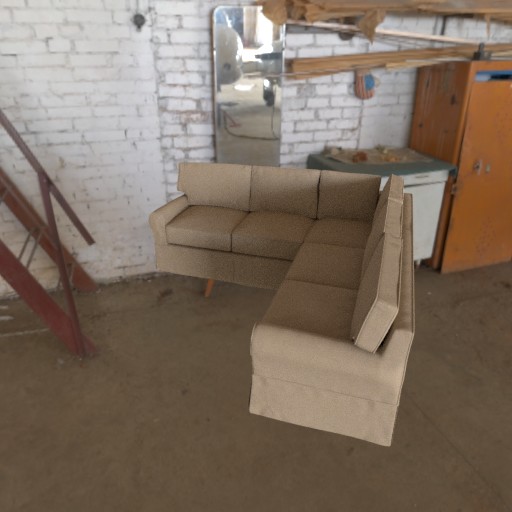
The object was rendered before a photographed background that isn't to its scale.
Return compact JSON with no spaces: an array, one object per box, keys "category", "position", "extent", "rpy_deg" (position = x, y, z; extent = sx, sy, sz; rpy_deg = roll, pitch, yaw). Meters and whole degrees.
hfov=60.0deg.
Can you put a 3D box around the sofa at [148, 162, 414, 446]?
[{"category":"sofa","position":[0.000,0.000,4.147],"extent":[2.730,1.124,2.733],"rpy_deg":[8,27,16]}]
